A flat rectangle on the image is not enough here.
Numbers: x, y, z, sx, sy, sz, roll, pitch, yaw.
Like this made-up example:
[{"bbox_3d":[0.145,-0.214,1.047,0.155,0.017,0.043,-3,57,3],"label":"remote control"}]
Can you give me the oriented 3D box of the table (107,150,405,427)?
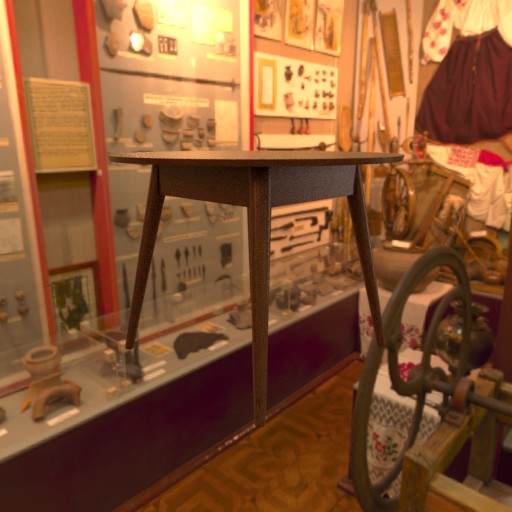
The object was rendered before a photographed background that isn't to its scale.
[{"bbox_3d":[0.000,0.000,1.746,1.053,0.786,1.053,0,15,0],"label":"table"}]
